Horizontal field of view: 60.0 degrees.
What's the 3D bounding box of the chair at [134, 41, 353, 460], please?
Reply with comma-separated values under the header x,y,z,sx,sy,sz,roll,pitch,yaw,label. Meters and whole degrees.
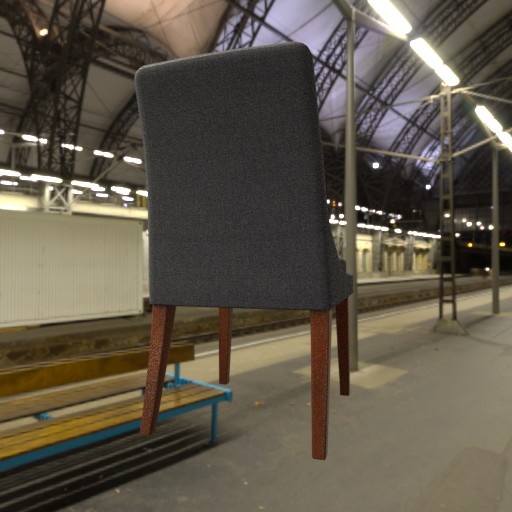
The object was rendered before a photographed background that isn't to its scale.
x,y,z,sx,sy,sz,roll,pitch,yaw,label
0.000,0.000,1.331,0.508,0.952,0.655,0,-1,18,chair
